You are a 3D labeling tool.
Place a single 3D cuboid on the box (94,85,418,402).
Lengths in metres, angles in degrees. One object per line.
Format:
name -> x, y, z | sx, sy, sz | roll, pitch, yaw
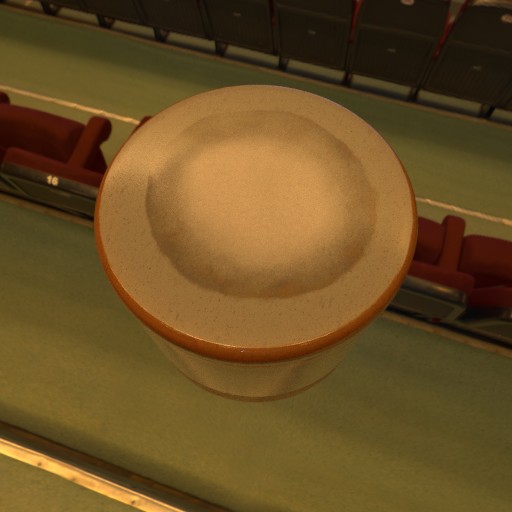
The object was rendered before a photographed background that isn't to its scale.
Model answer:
box -> 0.000, 0.000, 0.210 | 0.123, 0.100, 0.123 | 0, 63, 0
